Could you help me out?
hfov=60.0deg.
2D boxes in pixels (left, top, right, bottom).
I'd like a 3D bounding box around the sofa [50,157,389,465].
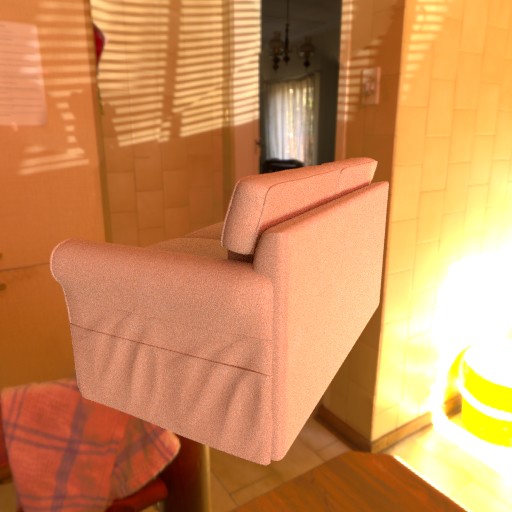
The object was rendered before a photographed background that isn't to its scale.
[{"bbox_3d":[0.000,0.000,2.268,0.991,0.940,1.727,7,17,25],"label":"sofa"}]
